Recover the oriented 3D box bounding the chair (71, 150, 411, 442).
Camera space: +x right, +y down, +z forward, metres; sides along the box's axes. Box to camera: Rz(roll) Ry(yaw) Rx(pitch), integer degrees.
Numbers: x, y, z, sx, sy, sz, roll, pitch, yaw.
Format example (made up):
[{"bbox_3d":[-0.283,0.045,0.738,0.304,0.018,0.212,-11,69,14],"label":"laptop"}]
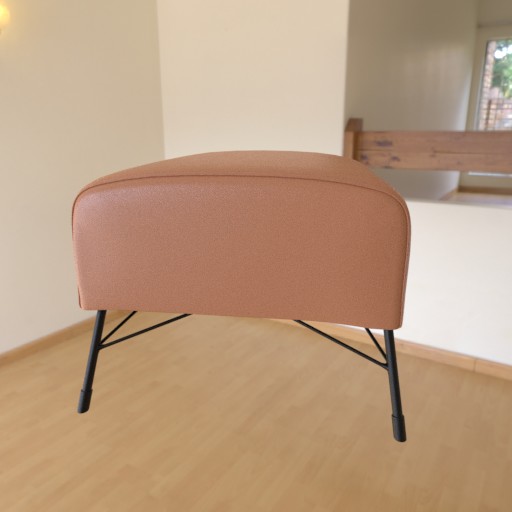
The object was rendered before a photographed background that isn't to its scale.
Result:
[{"bbox_3d":[0.000,0.000,0.893,0.530,0.410,0.530,2,16,8],"label":"chair"}]
